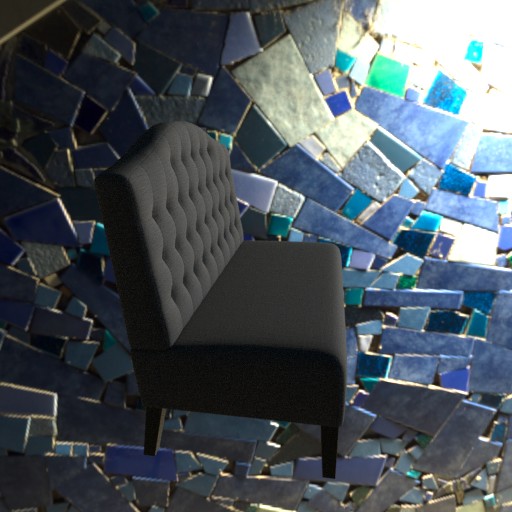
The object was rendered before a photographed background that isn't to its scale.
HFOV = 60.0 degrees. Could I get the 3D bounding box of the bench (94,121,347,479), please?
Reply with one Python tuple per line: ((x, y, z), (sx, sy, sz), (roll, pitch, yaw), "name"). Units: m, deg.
((0.000, 0.000, 2.029), (0.815, 1.180, 1.335), (3, 18, 9), "bench")
